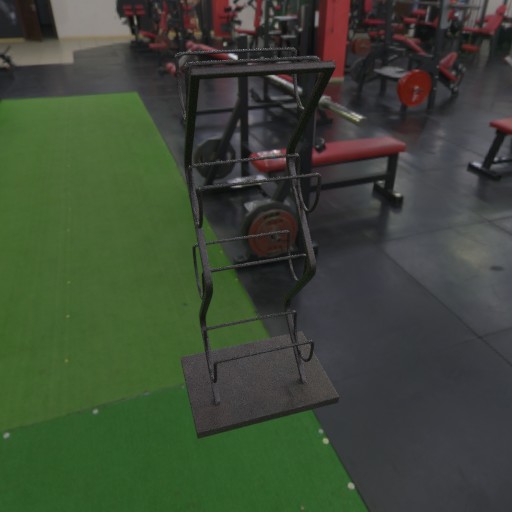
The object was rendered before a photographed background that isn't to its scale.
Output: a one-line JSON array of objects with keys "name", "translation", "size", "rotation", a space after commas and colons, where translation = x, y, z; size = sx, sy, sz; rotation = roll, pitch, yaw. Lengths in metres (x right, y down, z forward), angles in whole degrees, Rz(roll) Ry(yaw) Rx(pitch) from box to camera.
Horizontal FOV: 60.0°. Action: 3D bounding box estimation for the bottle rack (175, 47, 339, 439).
[{"name": "bottle rack", "translation": [0.000, 0.000, 0.681], "size": [0.254, 0.559, 0.178], "rotation": [-9, 34, -14]}]
